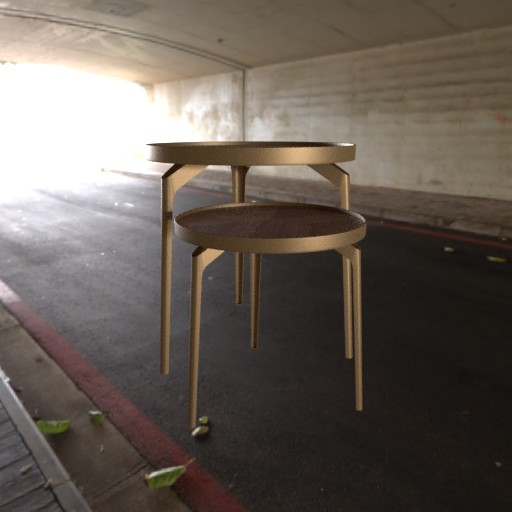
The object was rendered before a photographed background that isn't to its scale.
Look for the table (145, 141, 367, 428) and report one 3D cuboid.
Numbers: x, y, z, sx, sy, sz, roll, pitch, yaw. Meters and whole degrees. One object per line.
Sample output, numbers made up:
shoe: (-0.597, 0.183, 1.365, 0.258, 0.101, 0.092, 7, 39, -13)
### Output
table: (0.000, 0.000, 1.140, 0.532, 0.555, 0.751, -3, 16, -9)
